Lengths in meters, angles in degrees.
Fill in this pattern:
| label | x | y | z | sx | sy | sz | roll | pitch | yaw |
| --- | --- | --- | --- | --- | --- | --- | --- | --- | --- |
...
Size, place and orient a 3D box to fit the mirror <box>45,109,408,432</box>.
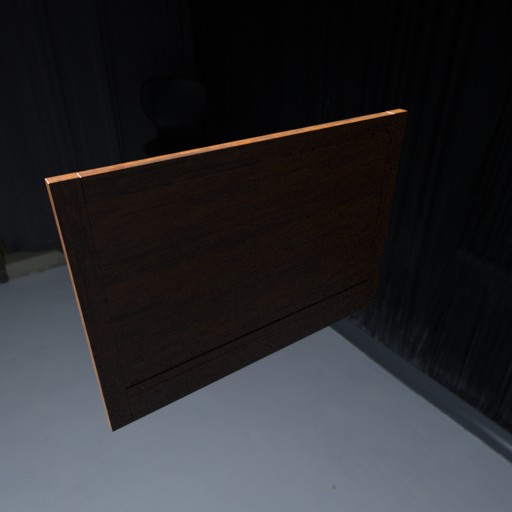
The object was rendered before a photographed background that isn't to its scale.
| label | x | y | z | sx | sy | sz | roll | pitch | yaw |
| --- | --- | --- | --- | --- | --- | --- | --- | --- | --- |
| mirror | 0.000 | 0.000 | 0.970 | 0.758 | 0.537 | 0.084 | -19 | 36 | -29 |
